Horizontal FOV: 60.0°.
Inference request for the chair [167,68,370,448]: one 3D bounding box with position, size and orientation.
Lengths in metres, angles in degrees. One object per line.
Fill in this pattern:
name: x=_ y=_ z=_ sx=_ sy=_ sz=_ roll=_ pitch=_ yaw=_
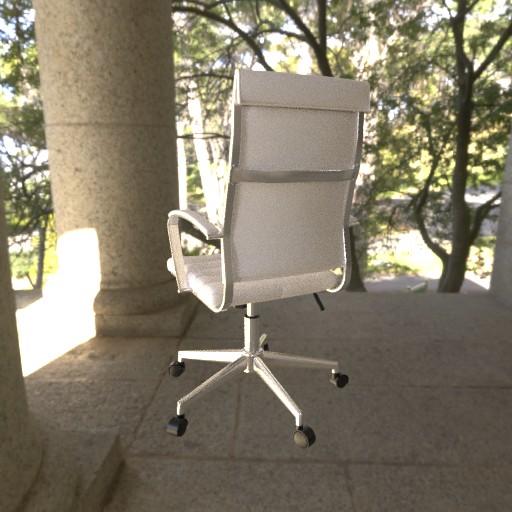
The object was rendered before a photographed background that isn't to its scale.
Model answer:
chair: x=0.000 y=0.000 z=1.624 sx=0.766 sy=1.149 sz=0.739 roll=-6 pitch=14 yaw=-27
